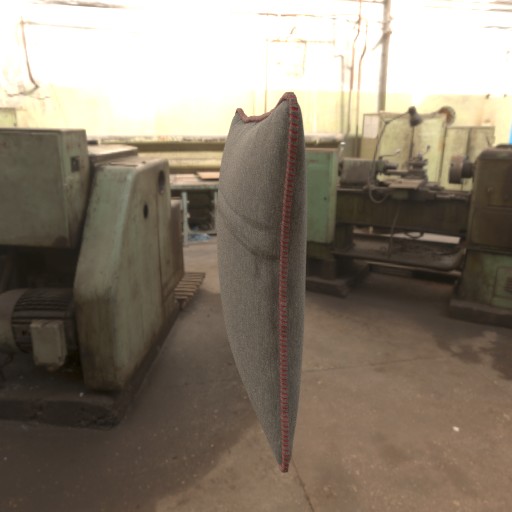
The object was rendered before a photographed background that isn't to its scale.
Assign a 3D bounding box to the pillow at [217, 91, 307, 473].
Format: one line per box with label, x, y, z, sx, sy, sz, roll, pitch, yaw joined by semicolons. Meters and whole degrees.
pillow;0.000;0.000;0.746;0.124;0.491;0.482;-3;17;-9
